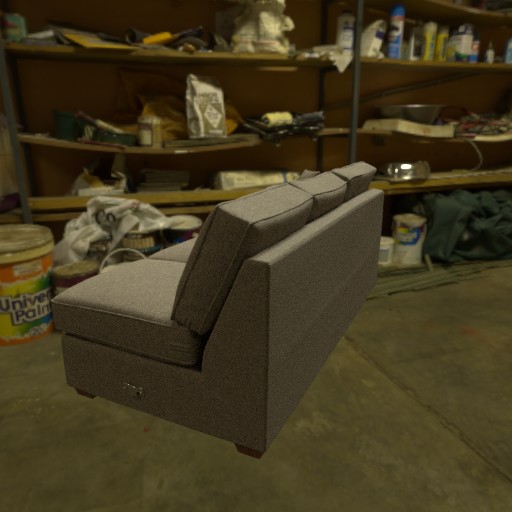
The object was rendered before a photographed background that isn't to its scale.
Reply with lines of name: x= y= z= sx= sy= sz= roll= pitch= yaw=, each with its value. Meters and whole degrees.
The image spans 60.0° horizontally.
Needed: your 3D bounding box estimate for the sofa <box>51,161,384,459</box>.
sofa: x=0.000 y=0.000 z=2.489 sx=1.034 sy=0.946 sz=1.963 roll=8 pitch=18 yaw=25
